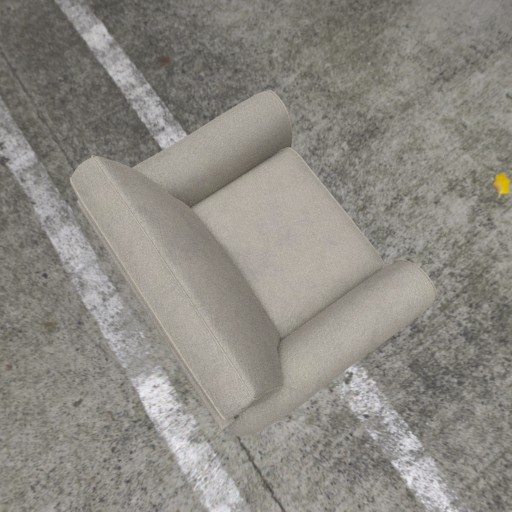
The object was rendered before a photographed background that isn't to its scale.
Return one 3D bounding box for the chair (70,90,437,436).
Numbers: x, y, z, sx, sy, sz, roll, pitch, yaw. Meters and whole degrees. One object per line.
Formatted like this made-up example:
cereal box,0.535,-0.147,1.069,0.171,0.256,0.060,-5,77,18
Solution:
chair,0.000,0.000,1.848,0.939,1.044,1.147,-34,76,-9
